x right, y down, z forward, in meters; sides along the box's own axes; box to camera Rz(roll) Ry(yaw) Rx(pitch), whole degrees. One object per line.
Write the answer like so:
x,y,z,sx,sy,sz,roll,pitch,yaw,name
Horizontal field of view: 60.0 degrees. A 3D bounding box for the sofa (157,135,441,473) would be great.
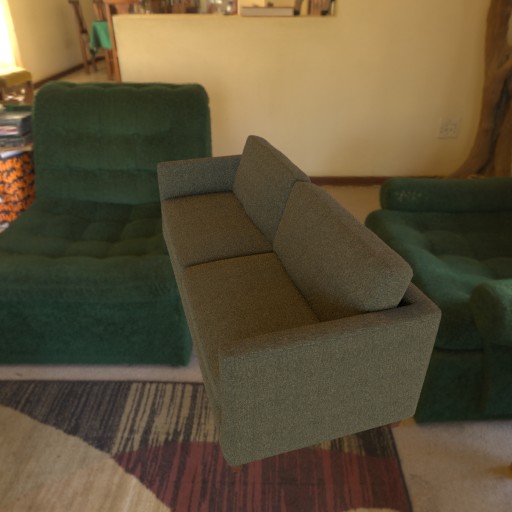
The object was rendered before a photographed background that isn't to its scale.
0.000,0.000,2.708,0.948,0.965,2.208,-9,32,-15,sofa
